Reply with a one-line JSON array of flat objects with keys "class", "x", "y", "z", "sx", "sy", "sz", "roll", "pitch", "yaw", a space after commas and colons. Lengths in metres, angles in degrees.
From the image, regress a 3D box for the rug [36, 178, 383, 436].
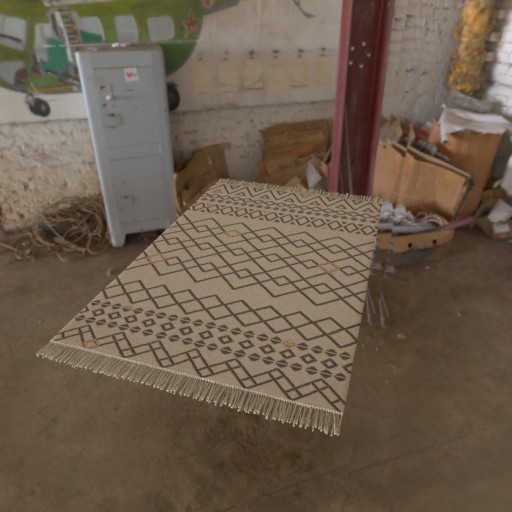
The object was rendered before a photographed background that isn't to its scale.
[{"class": "rug", "x": 0.000, "y": 0.000, "z": 2.433, "sx": 1.224, "sy": 0.028, "sz": 2.023, "roll": 10, "pitch": 33, "yaw": 15}]
